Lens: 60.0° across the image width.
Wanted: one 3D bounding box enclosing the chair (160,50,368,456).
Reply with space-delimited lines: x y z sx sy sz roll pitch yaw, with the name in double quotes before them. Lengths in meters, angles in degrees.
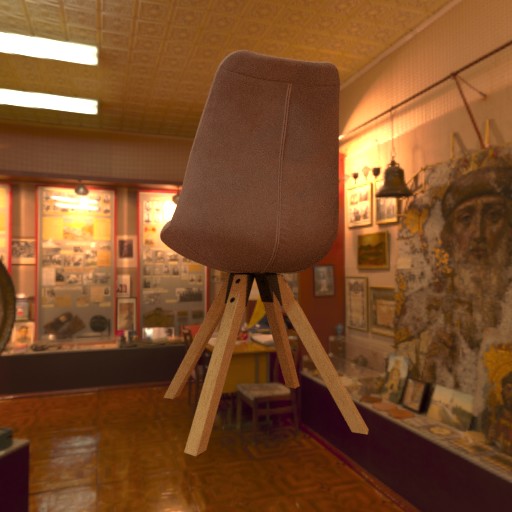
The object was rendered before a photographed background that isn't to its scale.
"chair" 0.000 0.000 1.186 0.485 0.850 0.550 1 -2 -18
